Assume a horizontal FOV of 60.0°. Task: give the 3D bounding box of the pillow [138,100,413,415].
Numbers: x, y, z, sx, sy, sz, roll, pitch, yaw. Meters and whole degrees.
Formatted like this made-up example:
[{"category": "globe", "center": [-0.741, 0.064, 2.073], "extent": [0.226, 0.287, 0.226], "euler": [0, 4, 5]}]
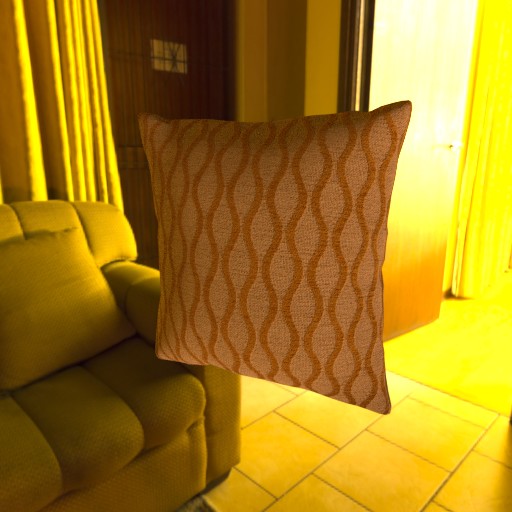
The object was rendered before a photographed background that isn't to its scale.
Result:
[{"category": "pillow", "center": [0.000, 0.000, 0.676], "extent": [0.429, 0.436, 0.159], "euler": [7, 16, 24]}]
